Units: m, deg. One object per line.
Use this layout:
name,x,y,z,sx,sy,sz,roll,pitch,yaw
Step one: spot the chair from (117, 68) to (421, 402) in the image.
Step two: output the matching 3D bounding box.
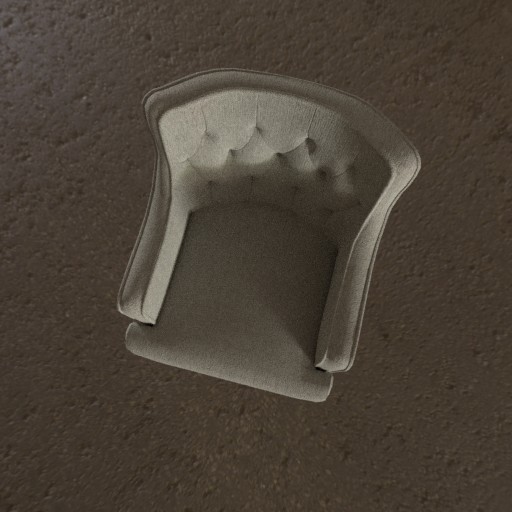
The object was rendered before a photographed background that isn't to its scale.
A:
chair,0.000,0.000,1.603,0.820,0.920,0.910,14,76,4
